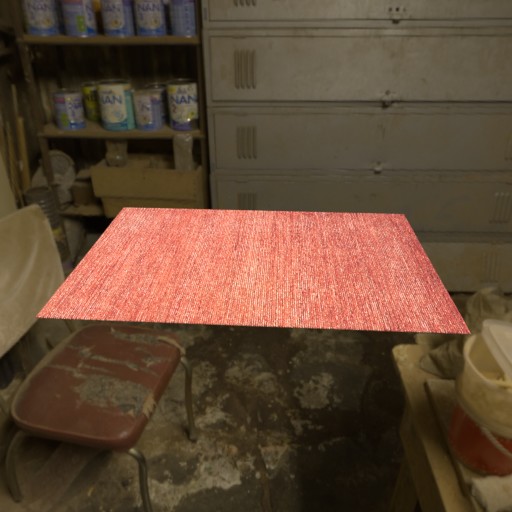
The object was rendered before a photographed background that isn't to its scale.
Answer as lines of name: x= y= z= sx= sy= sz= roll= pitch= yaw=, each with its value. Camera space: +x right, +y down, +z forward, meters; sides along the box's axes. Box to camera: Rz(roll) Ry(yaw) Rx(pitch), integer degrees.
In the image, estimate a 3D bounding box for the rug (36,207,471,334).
rug: x=0.000 y=0.000 z=2.265 sx=1.747 sy=0.011 sz=1.139 roll=2 pitch=29 yaw=3
